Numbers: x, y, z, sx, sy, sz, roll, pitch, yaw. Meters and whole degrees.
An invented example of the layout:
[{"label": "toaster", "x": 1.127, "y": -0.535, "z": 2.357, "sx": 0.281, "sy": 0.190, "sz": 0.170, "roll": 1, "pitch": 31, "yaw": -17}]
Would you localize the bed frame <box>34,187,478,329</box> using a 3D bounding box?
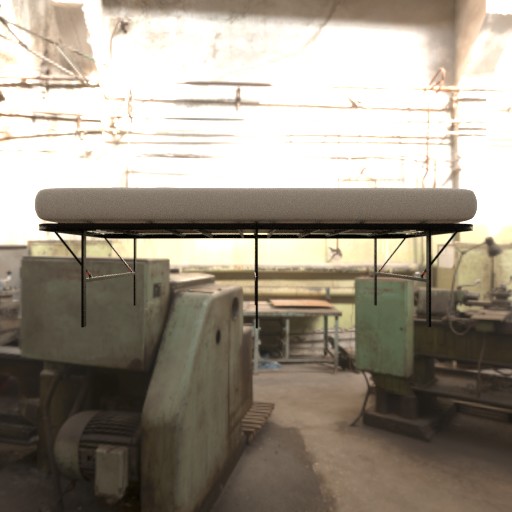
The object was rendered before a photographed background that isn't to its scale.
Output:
[{"label": "bed frame", "x": 0.000, "y": 0.000, "z": 2.357, "sx": 1.903, "sy": 0.619, "sz": 0.989, "roll": 0, "pitch": 0, "yaw": 0}]
